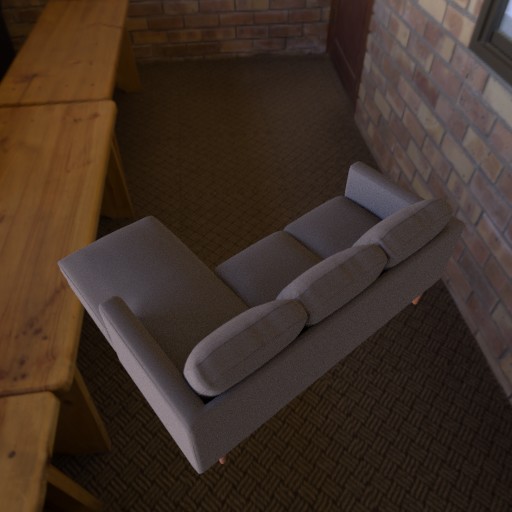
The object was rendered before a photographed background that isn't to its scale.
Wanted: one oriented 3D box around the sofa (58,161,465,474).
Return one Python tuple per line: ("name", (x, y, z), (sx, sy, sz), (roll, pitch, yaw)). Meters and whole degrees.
("sofa", (0.000, 0.000, 2.863), (2.031, 0.897, 1.591), (-31, 54, -26))
